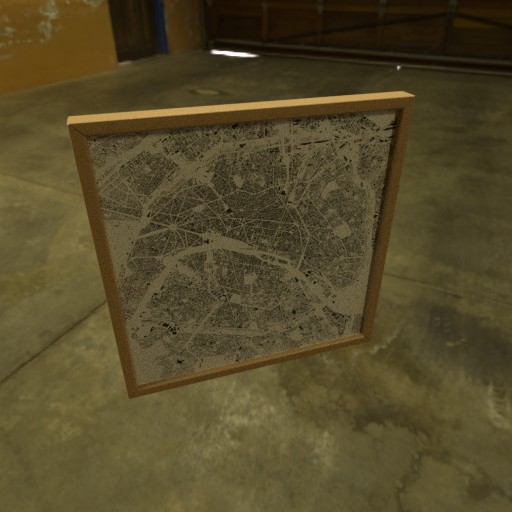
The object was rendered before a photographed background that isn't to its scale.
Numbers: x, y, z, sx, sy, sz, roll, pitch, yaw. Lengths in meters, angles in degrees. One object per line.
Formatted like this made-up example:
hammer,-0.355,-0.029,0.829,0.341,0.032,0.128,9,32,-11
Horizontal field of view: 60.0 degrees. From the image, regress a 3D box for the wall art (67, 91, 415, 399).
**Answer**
wall art,0.000,0.000,0.769,0.509,0.509,0.036,-10,33,-15
